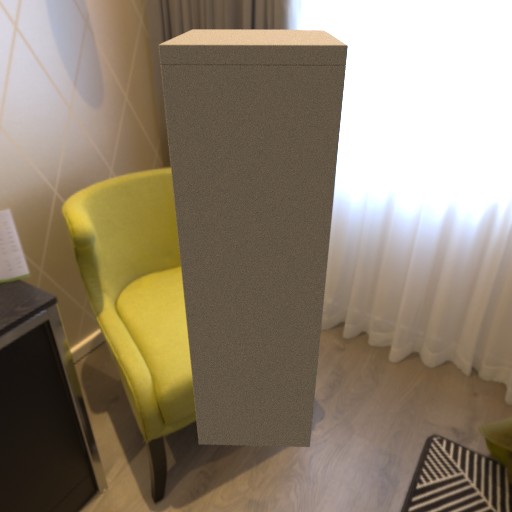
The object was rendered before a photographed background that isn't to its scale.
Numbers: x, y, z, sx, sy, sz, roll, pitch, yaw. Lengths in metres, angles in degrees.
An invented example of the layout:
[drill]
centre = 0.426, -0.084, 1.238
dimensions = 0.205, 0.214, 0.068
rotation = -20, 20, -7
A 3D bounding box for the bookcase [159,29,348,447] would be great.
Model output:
[bookcase]
centre = 0.000, 0.000, 1.211
dimensions = 0.330, 1.080, 0.390
rotation = 1, 31, 1
